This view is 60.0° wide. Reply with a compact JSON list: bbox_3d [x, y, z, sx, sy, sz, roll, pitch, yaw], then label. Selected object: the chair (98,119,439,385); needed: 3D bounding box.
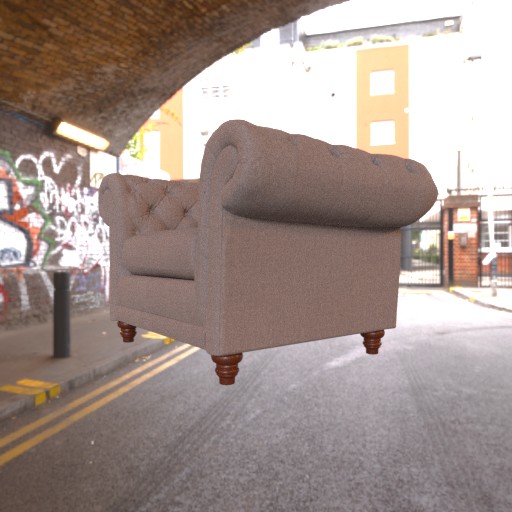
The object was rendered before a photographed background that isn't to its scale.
[{"bbox_3d":[0.000,0.000,1.911,0.976,0.770,1.270,0,0,-37],"label":"chair"}]
